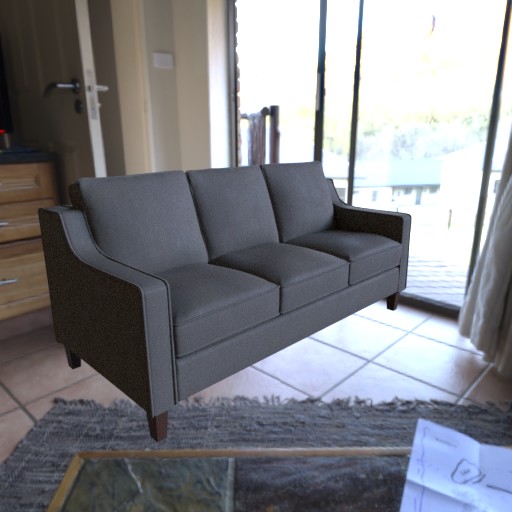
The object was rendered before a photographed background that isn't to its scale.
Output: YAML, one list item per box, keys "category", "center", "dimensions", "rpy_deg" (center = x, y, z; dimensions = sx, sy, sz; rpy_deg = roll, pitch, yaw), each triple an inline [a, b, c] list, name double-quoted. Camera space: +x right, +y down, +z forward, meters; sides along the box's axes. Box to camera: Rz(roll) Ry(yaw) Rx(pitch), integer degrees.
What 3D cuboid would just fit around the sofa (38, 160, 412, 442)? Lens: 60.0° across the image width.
- category: "sofa"
  center: [0.000, 0.000, 2.523]
  dimensions: [1.986, 0.974, 0.911]
  rpy_deg: [-15, 22, -43]
